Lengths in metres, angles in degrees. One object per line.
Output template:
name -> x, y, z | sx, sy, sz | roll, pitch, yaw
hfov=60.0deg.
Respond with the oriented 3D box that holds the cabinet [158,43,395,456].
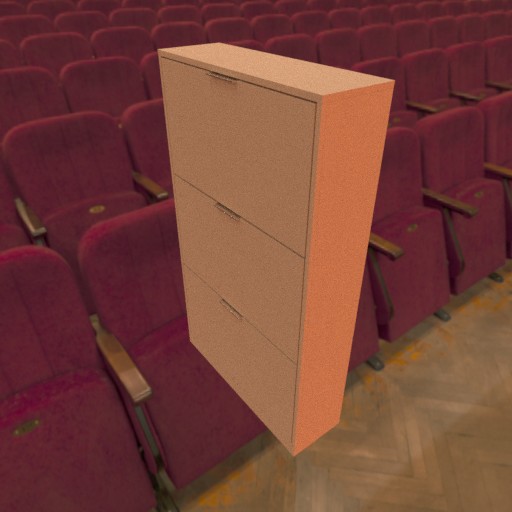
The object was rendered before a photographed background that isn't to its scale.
cabinet -> 0.000, 0.000, 1.578 | 0.250, 1.280, 0.750 | -23, 40, -30
